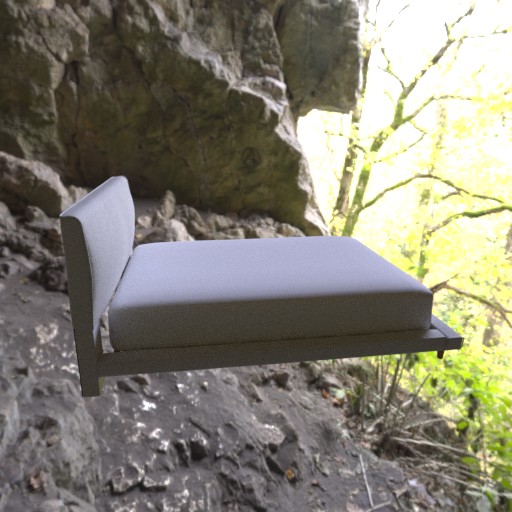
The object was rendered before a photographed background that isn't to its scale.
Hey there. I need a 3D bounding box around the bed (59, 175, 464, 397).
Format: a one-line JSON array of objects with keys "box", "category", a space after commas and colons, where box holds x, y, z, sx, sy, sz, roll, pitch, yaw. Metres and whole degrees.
[{"box": [0.000, 0.000, 3.379, 2.368, 1.067, 1.840, -2, 17, -8], "category": "bed"}]
